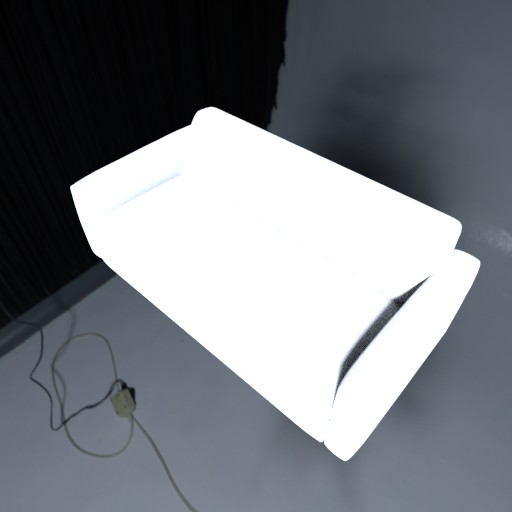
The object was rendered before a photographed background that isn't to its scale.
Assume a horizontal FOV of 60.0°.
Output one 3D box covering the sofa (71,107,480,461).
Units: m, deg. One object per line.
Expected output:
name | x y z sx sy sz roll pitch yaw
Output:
sofa | 0.000 0.000 2.340 1.895 0.814 0.969 33 54 28
